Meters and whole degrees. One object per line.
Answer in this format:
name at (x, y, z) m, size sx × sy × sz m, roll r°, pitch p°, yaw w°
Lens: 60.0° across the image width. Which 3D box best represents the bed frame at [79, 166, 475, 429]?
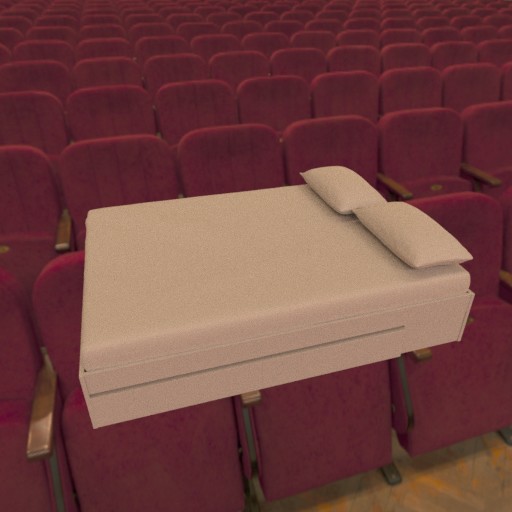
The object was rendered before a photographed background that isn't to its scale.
bed frame at (0.000, 0.000, 2.648) m, size 1.950 × 0.629 × 1.450 m, roll -9°, pitch 32°, yaw -14°
